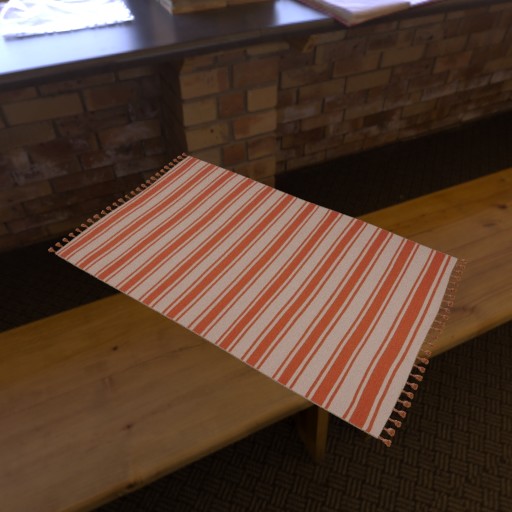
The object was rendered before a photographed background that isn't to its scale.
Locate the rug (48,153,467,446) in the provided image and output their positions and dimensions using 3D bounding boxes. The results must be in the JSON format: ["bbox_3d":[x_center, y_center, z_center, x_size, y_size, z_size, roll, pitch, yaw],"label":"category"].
[{"bbox_3d":[0.000,0.000,2.529,2.092,0.017,1.232,25,50,23],"label":"rug"}]
